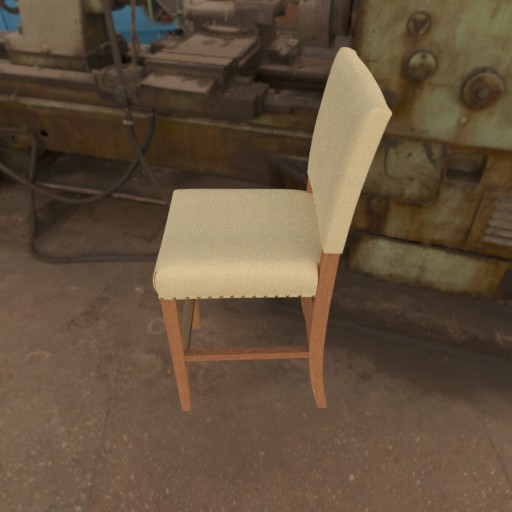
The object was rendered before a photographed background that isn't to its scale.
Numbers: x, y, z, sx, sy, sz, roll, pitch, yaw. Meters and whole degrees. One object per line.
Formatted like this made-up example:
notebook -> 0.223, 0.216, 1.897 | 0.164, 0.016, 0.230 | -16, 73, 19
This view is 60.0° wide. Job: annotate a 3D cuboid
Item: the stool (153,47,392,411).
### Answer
stool -> 0.000, 0.000, 1.455 | 0.584, 1.168, 0.445 | 0, 41, 0
